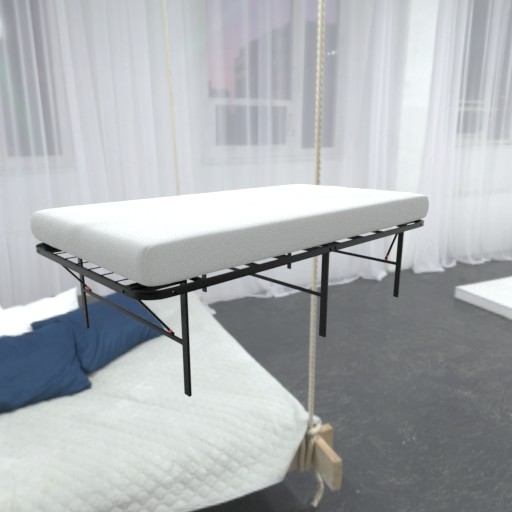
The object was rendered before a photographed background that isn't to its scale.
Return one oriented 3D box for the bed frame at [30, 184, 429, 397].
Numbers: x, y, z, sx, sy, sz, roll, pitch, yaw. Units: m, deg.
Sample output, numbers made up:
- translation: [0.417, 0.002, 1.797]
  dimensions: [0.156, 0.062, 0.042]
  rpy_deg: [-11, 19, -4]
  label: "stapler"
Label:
- translation: [0.000, 0.000, 2.337]
  dimensions: [1.903, 0.619, 0.989]
  rpy_deg: [-14, 20, -43]
  label: "bed frame"
